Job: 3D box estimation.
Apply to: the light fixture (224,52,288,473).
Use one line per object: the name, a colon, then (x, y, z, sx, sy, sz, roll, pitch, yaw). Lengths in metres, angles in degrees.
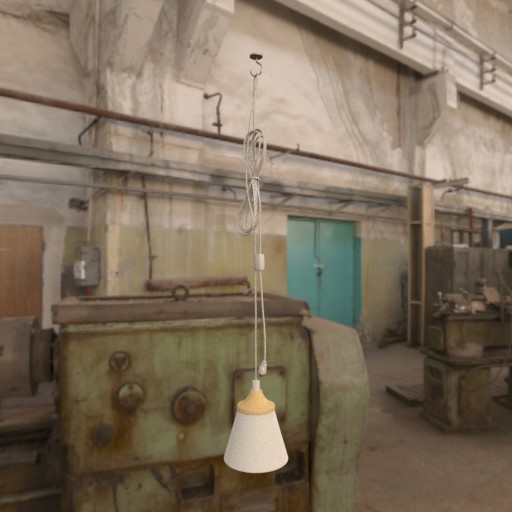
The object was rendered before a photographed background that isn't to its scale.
light fixture: (0.000, 0.000, 1.065, 0.153, 0.966, 0.153, 0, -1, -36)
